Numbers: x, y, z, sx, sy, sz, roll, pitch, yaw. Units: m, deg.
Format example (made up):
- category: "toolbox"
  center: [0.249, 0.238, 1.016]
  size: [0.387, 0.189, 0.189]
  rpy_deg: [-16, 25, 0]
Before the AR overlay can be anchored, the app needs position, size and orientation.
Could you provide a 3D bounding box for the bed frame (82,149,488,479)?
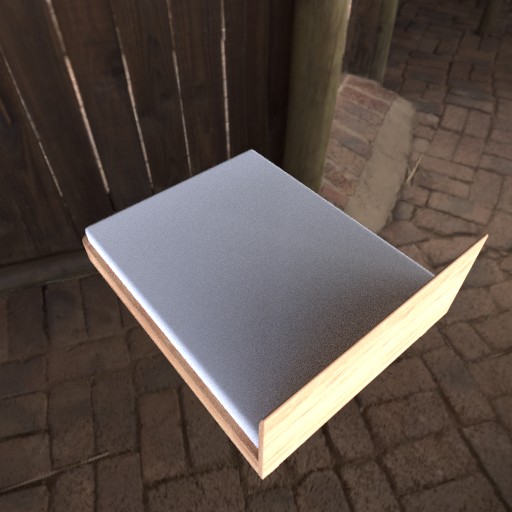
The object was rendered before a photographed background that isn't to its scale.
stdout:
- category: "bed frame"
  center: [0.000, 0.000, 3.017]
  size: [1.660, 0.940, 2.092]
  rpy_deg: [-32, 55, -26]
